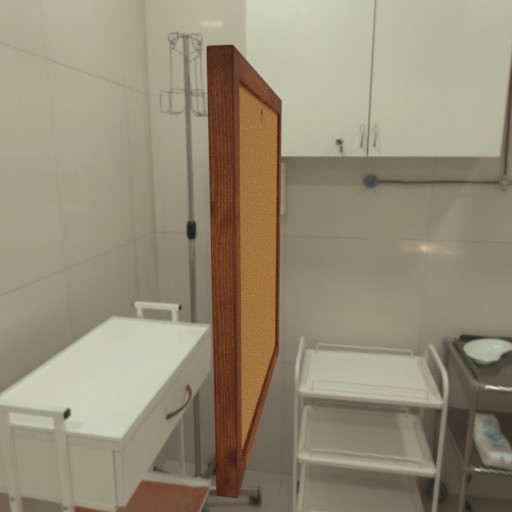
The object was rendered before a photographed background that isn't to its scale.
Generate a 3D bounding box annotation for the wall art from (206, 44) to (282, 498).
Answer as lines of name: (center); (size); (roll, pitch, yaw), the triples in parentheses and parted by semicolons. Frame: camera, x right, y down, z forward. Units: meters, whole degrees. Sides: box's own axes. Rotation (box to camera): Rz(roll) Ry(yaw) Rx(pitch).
wall art: (0.000, 0.000, 0.752); (0.030, 0.558, 0.462); (2, 12, 9)
